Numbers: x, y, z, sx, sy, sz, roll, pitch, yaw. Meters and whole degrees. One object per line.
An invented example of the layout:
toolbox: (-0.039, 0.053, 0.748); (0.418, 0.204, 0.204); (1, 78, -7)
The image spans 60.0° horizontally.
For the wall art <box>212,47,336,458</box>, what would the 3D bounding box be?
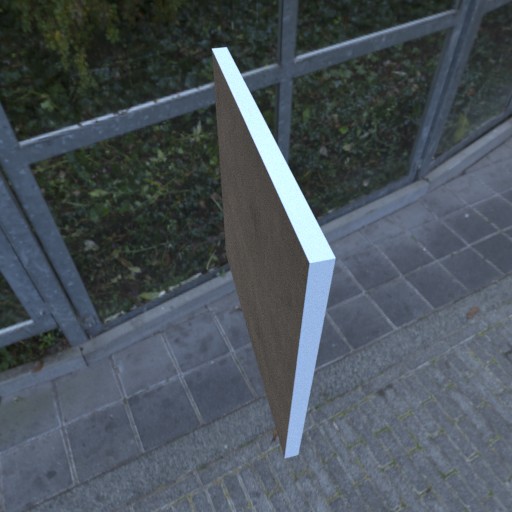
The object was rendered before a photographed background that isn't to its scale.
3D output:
wall art: (0.000, 0.000, 0.685); (0.023, 0.453, 0.455); (-10, 47, -10)
